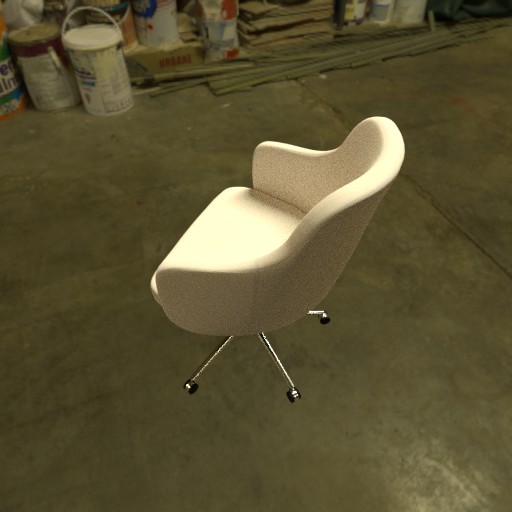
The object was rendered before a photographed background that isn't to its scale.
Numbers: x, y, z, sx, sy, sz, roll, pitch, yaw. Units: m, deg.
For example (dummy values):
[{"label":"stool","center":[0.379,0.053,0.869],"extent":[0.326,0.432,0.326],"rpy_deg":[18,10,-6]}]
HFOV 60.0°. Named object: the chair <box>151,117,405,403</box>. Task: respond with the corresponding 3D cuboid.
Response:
[{"label":"chair","center":[0.000,0.000,1.274],"extent":[0.647,0.819,0.602],"rpy_deg":[17,48,17]}]
